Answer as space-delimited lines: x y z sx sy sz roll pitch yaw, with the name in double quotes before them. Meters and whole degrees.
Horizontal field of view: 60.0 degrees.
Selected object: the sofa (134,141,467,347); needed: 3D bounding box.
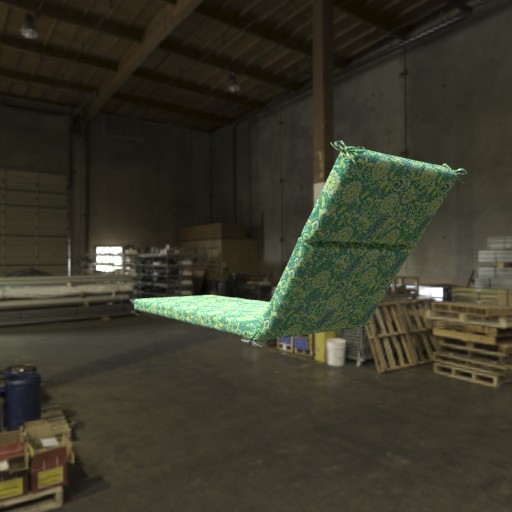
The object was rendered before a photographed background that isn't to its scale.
"sofa" 0.000 0.000 1.981 0.582 0.622 1.663 0 -1 -36
